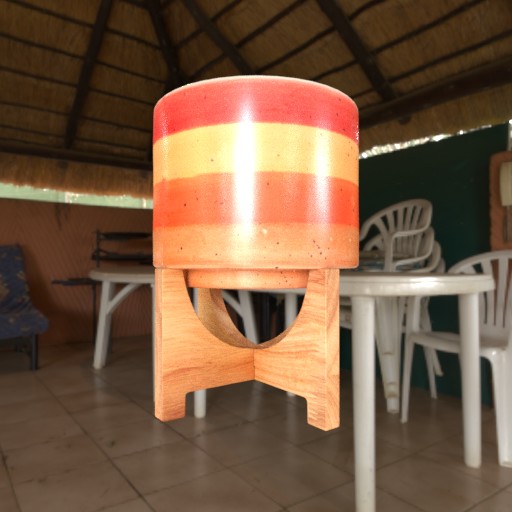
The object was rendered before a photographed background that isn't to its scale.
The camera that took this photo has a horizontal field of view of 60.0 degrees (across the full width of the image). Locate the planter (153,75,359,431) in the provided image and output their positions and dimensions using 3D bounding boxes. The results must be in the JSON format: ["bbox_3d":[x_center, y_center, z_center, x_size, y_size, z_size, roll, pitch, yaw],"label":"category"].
[{"bbox_3d":[0.000,0.000,0.422,0.199,0.268,0.199,0,-1,0],"label":"planter"}]
